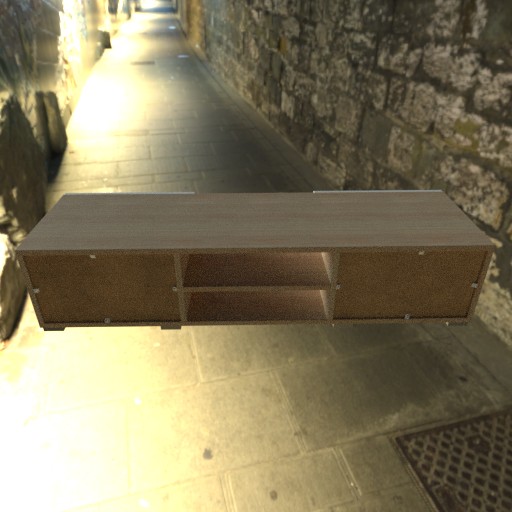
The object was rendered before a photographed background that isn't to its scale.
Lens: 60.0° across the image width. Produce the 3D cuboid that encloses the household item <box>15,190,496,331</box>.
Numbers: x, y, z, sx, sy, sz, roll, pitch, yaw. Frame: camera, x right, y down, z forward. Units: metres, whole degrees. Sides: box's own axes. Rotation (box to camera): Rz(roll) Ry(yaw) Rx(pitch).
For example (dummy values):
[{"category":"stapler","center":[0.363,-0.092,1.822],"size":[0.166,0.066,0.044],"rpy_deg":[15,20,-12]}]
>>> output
[{"category":"household item","center":[0.000,0.000,1.549],"size":[1.400,0.310,0.420],"rpy_deg":[-1,31,-1]}]
